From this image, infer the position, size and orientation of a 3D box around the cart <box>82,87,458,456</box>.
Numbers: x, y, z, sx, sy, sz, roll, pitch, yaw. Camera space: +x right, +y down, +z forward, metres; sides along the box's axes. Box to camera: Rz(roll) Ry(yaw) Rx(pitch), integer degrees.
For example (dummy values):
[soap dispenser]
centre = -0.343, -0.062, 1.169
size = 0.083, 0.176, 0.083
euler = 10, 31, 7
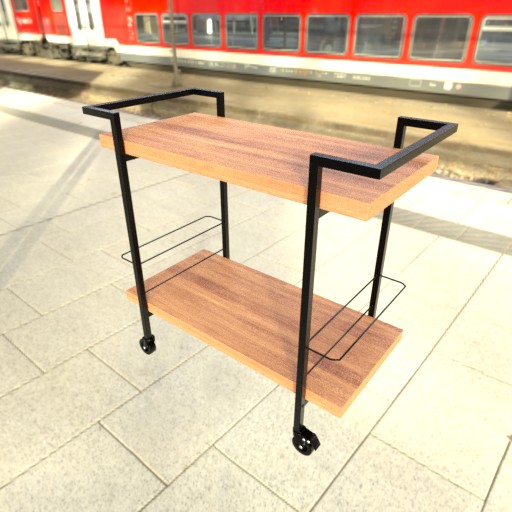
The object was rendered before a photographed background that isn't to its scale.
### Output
[cart]
centre = 0.000, 0.000, 1.226
size = 0.806, 0.762, 0.406
euler = 21, 35, 33
